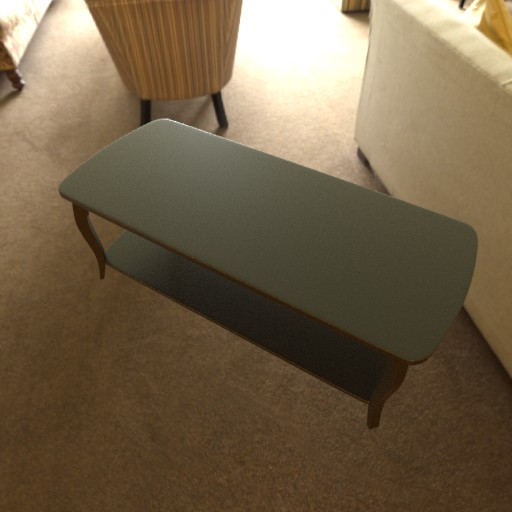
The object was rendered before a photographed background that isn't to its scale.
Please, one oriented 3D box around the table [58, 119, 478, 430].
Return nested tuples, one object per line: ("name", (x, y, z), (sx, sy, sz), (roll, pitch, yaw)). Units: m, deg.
("table", (0.000, 0.000, 1.592), (1.333, 0.457, 0.571), (24, 51, 21))
